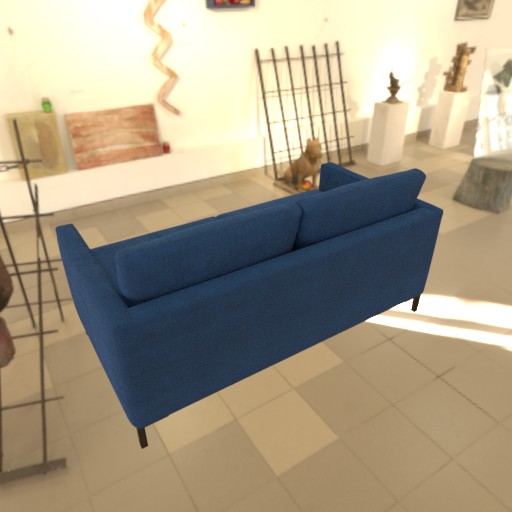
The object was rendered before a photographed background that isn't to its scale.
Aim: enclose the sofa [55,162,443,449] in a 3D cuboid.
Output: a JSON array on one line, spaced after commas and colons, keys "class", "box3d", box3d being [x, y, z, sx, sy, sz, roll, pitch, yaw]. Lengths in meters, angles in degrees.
[{"class": "sofa", "box3d": [0.000, 0.000, 2.204, 1.676, 0.817, 0.875, -18, 35, -28]}]
